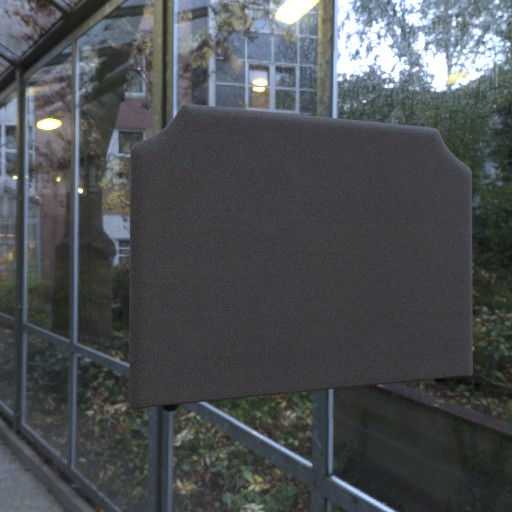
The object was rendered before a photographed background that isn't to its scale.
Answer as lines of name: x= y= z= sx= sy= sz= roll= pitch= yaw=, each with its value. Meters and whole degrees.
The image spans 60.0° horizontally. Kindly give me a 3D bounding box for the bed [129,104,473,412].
bed: x=0.000 y=0.000 z=3.017 sx=1.693 sy=1.290 sz=2.116 roll=0 pitch=0 yaw=-17
